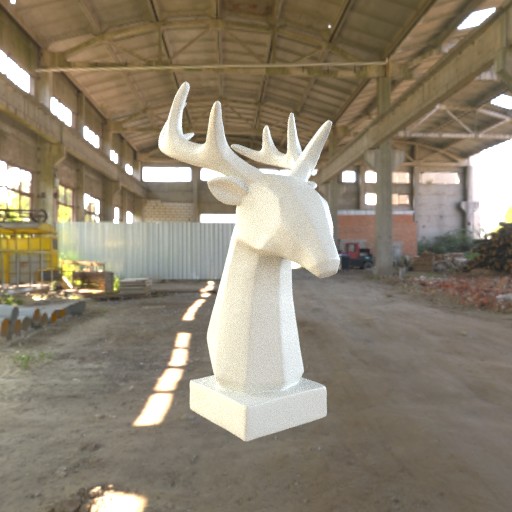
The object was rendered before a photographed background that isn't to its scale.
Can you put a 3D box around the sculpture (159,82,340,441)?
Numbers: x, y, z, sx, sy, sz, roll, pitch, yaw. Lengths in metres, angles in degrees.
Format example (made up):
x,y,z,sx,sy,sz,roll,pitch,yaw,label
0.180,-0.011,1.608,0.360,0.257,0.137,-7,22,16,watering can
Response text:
x,y,z,sx,sy,sz,roll,pitch,yaw,label
0.000,0.000,0.462,0.174,0.329,0.224,0,0,-37,sculpture
